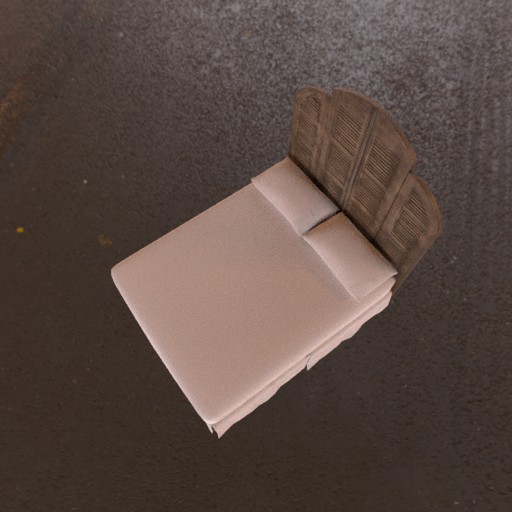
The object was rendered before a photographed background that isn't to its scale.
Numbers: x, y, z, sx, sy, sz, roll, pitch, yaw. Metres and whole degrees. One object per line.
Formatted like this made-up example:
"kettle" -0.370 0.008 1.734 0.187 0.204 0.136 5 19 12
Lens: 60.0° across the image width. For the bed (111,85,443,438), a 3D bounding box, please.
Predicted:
"bed" 0.000 0.000 3.559 2.138 2.019 1.713 -33 69 -15
